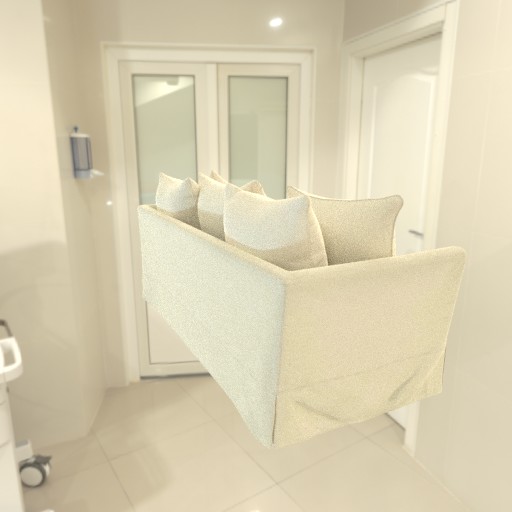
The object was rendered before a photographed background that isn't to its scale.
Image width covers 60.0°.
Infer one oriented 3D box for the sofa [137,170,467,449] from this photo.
[{"bbox_3d":[0.000,0.000,2.816,1.031,1.034,2.290,-7,16,-26],"label":"sofa"}]
